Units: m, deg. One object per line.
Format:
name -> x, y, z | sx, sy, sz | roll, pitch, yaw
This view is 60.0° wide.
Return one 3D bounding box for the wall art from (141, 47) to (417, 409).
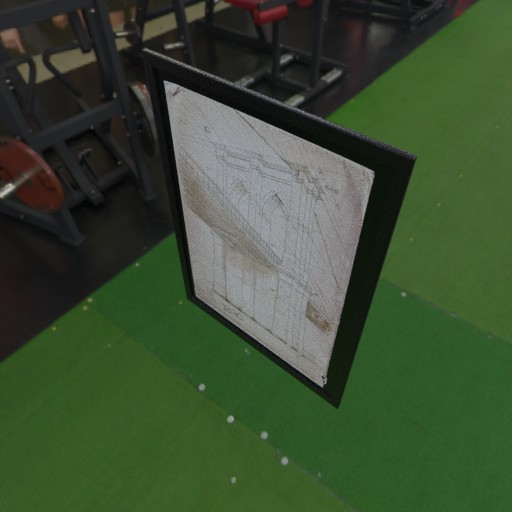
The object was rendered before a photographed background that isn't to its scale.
wall art -> 0.000, 0.000, 1.258 | 0.707, 0.967, 0.013 | 32, 54, 26
